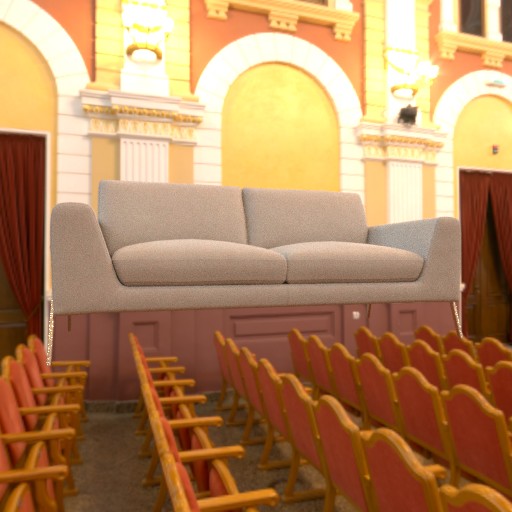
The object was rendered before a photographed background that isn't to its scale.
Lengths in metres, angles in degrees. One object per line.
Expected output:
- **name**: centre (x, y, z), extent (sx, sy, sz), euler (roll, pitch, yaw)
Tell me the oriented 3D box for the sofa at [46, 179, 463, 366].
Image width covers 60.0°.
- **sofa**: centre (0.000, 0.000, 2.478), extent (2.017, 0.875, 0.953), euler (0, -1, -18)
